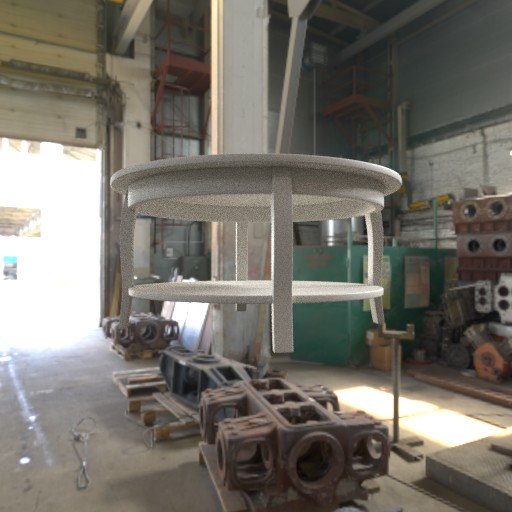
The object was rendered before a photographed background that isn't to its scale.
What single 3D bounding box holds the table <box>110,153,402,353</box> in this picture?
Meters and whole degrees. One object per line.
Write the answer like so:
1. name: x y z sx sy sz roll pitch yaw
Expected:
1. table: 0.000 0.000 1.457 0.910 0.457 0.910 0 -1 0
